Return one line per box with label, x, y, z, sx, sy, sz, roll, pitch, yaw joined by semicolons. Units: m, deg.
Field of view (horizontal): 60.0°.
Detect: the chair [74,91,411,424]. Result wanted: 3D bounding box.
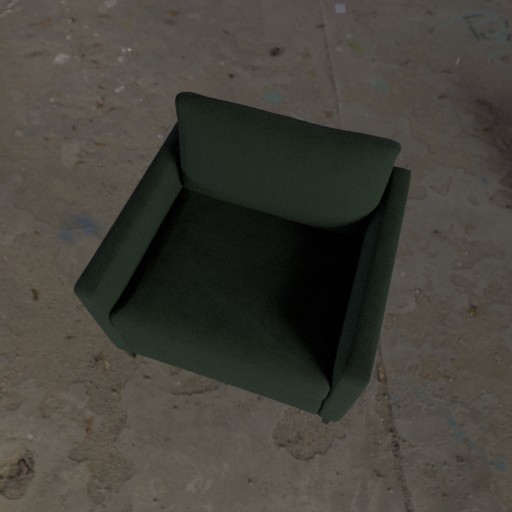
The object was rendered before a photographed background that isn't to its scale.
chair;0.000;0.000;1.662;0.963;0.861;0.866;16;59;10
